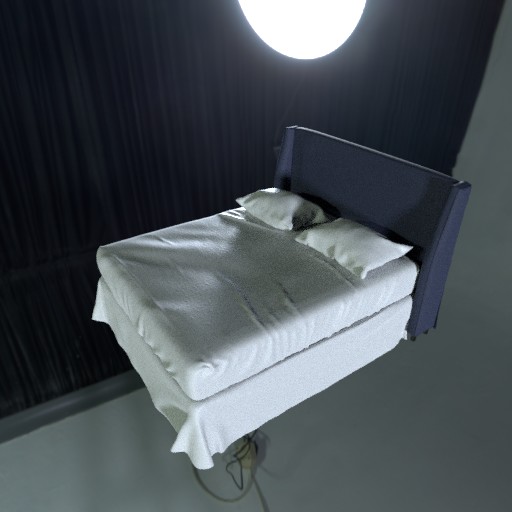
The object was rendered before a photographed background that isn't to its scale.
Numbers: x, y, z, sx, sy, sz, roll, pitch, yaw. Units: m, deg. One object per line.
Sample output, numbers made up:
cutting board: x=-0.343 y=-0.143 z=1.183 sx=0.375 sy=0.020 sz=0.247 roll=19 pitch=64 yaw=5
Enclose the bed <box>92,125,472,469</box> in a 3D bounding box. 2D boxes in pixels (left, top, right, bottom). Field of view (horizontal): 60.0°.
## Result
bed: x=0.000 y=0.000 z=3.436 sx=2.276 sy=1.332 sz=1.925 roll=-19 pitch=36 yaw=-29
